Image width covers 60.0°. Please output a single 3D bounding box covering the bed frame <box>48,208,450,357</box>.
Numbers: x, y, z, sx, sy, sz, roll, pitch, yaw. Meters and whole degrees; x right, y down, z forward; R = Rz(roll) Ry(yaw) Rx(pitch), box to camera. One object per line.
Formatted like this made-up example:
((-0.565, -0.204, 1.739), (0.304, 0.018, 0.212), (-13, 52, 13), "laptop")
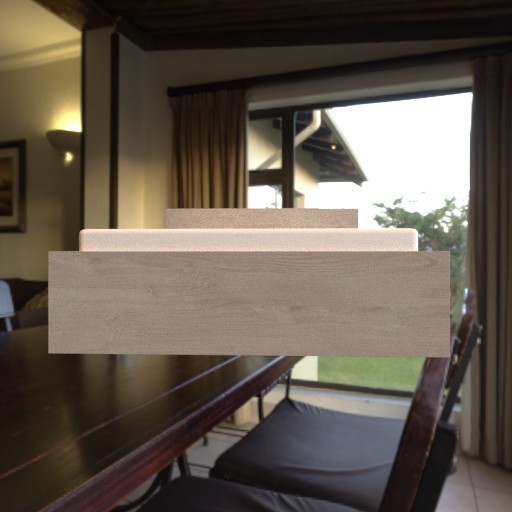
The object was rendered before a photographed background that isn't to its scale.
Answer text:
((0.000, 0.000, 2.766), (1.622, 0.800, 1.960), (0, 0, 3), "bed frame")
